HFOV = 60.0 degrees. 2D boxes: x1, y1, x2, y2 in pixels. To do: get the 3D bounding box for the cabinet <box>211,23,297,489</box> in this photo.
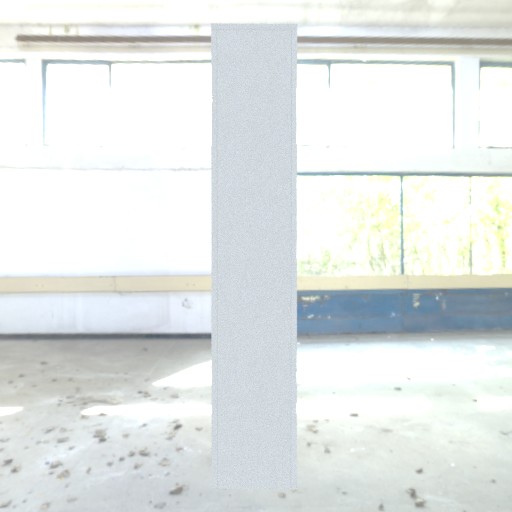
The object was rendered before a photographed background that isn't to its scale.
[{"bbox_3d":[0.000,0.000,1.593,0.250,1.280,0.750,0,1,0],"label":"cabinet"}]
